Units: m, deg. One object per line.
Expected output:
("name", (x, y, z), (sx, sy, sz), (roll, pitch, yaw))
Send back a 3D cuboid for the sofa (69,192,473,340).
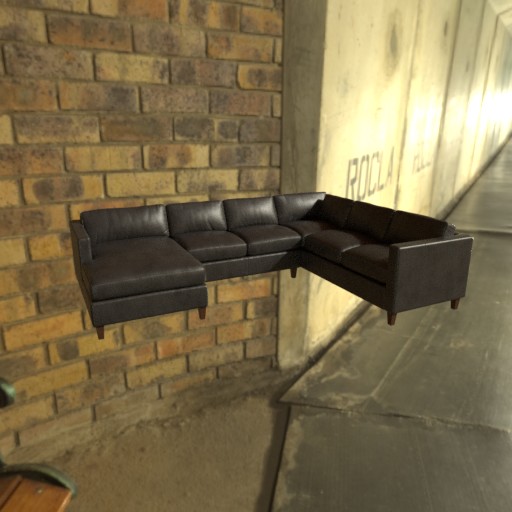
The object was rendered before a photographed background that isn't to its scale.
("sofa", (0.000, 0.000, 4.545), (3.324, 0.891, 2.452), (-8, 18, -25))
